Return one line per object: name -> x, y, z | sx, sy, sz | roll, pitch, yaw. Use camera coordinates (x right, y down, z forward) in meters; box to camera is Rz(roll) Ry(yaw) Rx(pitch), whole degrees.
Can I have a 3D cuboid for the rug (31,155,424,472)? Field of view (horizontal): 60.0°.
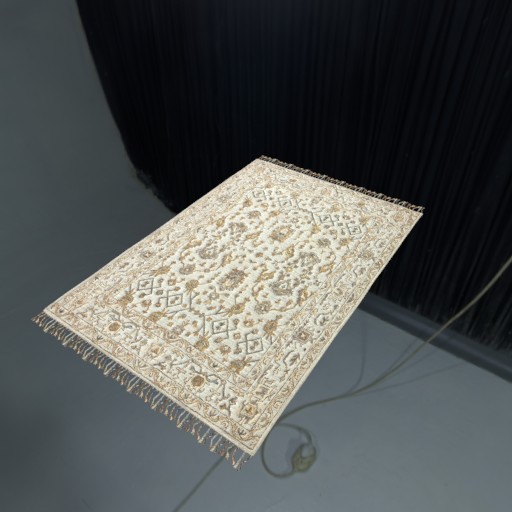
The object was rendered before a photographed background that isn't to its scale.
rug -> 0.000, 0.000, 2.997 | 1.529, 0.027, 2.434 | 24, 46, 26
